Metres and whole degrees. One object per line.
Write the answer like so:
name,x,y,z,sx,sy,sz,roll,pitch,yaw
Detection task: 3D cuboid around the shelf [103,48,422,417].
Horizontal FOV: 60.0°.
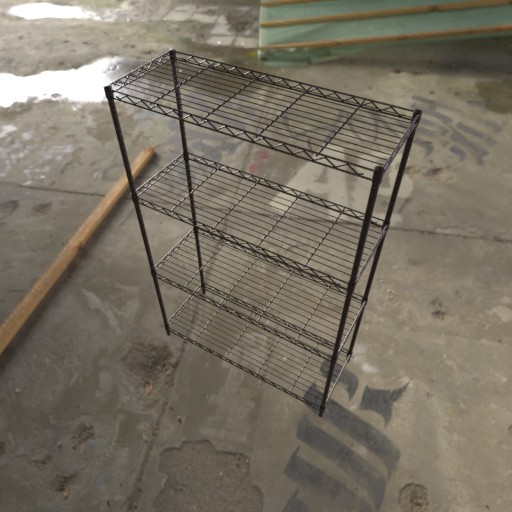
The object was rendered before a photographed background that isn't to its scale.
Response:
shelf,0.000,0.000,1.811,0.907,1.361,0.352,23,50,21
